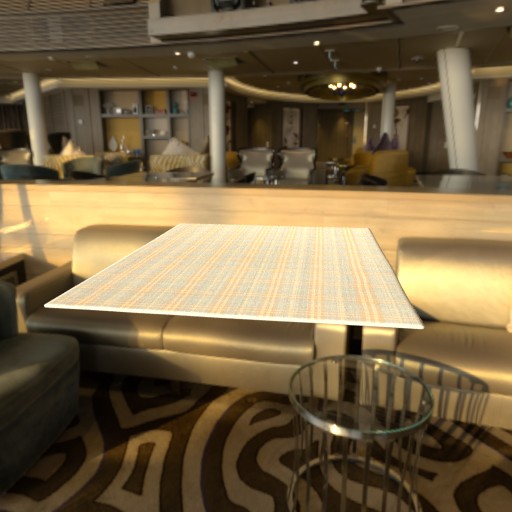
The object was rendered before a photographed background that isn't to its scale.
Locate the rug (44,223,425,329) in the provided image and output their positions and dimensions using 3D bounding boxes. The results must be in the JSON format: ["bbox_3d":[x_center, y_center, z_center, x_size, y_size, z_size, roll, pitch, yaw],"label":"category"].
[{"bbox_3d":[0.000,0.000,4.254,2.462,0.030,3.066,2,15,8],"label":"rug"}]
